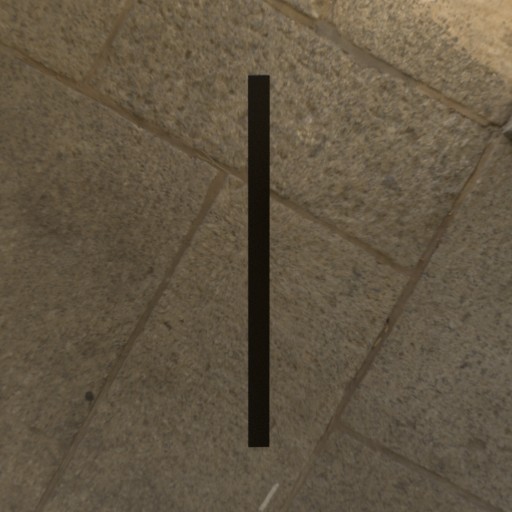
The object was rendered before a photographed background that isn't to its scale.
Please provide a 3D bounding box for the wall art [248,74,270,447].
[{"bbox_3d":[0.000,0.000,0.601,0.019,0.455,0.314,0,91,-1],"label":"wall art"}]
